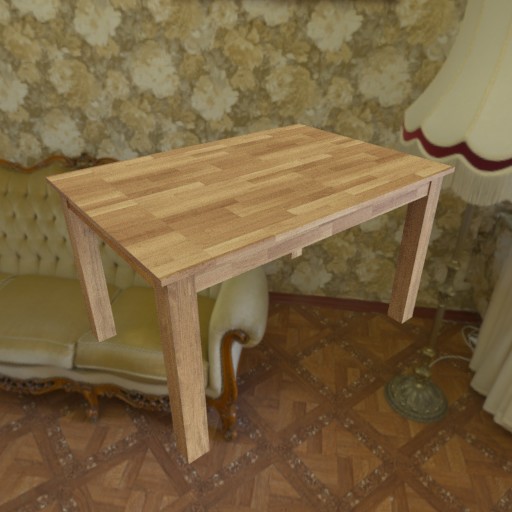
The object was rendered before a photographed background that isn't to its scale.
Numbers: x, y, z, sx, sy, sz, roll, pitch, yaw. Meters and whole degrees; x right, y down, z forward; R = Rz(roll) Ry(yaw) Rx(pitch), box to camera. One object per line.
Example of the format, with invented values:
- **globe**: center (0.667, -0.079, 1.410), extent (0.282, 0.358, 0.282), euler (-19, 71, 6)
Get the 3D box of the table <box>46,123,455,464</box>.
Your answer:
- **table**: center (0.000, 0.000, 1.896), extent (1.300, 0.750, 0.900), euler (-22, 37, -33)
